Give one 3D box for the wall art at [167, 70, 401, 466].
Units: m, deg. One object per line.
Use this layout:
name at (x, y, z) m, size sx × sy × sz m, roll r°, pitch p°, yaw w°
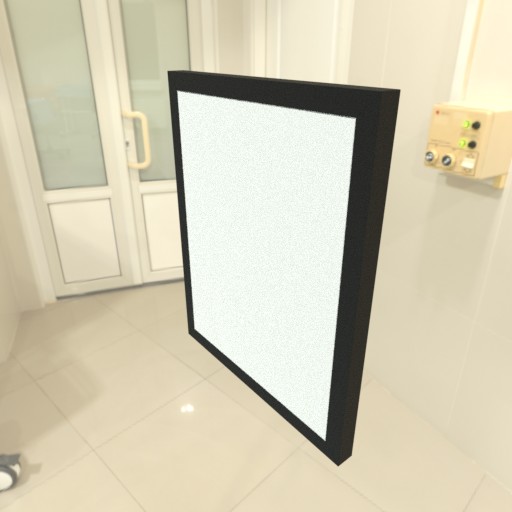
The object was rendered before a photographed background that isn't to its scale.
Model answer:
wall art at (0.000, 0.000, 0.540) m, size 0.024 × 0.404 × 0.329 m, roll -19°, pitch 32°, yaw -34°
